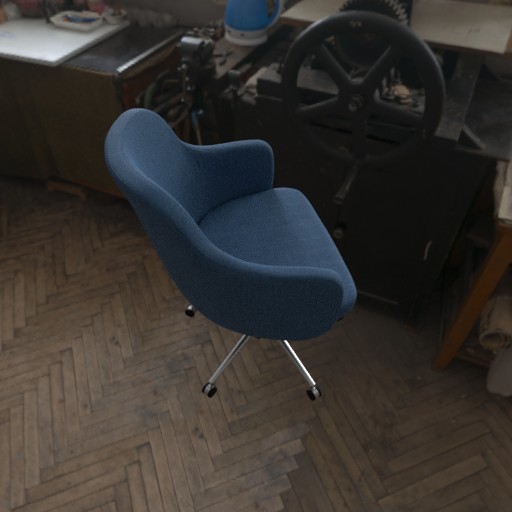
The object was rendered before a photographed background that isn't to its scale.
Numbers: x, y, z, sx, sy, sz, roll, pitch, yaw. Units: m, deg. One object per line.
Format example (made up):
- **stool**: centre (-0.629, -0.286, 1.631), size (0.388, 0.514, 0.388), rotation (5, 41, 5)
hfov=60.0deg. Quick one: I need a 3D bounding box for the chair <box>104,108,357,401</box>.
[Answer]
- **chair**: centre (0.000, 0.000, 1.270), size (0.655, 0.820, 0.599), rotation (-11, 47, -11)
